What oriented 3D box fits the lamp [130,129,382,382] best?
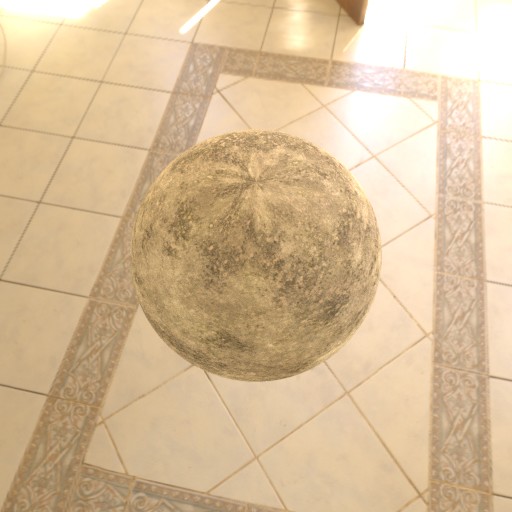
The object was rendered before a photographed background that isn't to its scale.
[{"bbox_3d":[0.000,0.000,0.772,0.422,0.429,0.422,0,63,0],"label":"lamp"}]
